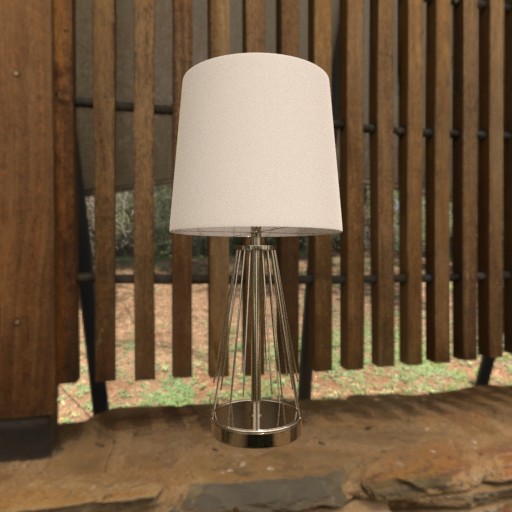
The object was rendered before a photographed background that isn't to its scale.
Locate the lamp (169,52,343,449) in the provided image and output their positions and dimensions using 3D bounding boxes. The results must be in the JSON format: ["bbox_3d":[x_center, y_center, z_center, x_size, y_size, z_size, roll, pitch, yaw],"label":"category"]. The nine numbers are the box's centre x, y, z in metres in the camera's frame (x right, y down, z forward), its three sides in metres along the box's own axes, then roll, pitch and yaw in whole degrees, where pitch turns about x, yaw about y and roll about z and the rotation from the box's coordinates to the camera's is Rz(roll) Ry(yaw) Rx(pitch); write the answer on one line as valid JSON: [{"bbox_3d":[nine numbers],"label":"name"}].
[{"bbox_3d":[0.000,0.000,0.789,0.303,0.618,0.303,0,0,0],"label":"lamp"}]
